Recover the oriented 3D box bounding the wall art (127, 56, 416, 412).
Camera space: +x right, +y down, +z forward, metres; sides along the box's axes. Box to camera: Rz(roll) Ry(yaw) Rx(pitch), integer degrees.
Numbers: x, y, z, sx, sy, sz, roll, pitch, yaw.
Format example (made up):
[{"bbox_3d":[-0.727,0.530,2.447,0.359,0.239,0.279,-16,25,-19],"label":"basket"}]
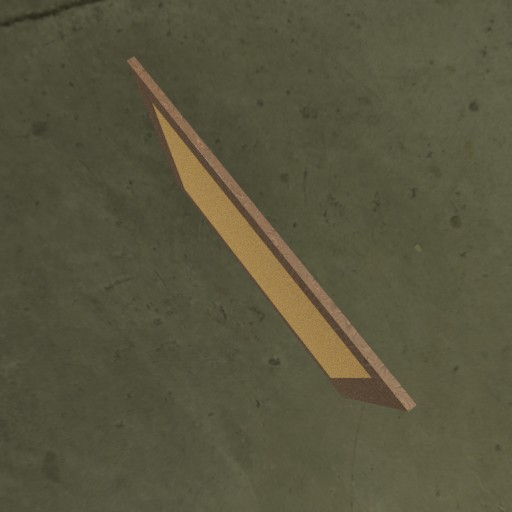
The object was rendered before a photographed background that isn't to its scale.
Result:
[{"bbox_3d":[0.000,0.000,1.182,0.019,0.626,0.917,-36,78,-9],"label":"wall art"}]
